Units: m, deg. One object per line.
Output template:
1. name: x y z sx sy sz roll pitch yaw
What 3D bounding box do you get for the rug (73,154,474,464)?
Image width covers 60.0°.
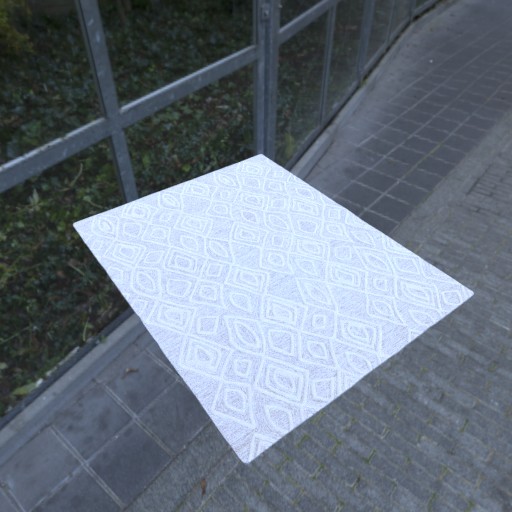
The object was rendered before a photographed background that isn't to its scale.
1. rug: 0.000 0.000 4.180 2.449 0.025 3.049 -26 48 -27
